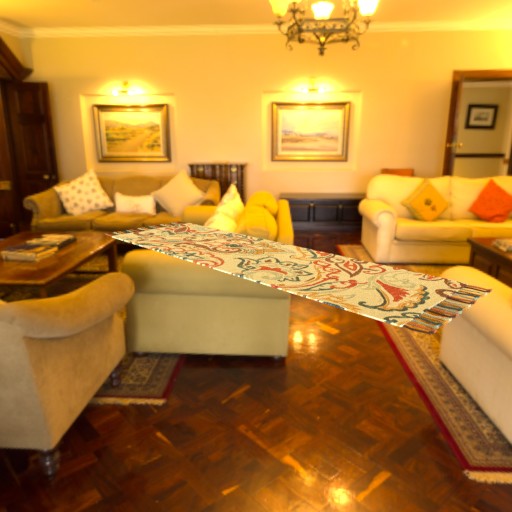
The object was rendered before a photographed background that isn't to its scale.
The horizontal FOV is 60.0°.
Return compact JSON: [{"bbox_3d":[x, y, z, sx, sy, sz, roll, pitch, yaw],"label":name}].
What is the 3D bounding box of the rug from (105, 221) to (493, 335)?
[{"bbox_3d":[0.000,0.000,2.932,2.682,0.015,0.763,14,21,42],"label":"rug"}]
